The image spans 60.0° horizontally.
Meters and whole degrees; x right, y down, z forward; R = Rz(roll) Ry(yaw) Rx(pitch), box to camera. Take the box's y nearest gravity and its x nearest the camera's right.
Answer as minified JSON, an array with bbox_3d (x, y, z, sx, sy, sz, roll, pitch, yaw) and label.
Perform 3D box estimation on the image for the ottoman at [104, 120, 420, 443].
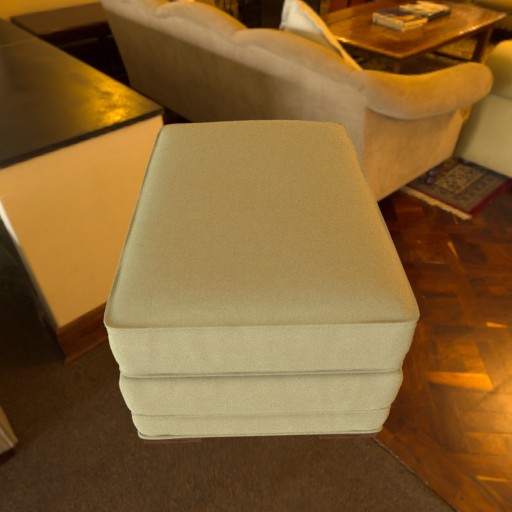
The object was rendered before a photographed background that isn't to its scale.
[{"bbox_3d":[0.000,0.000,1.222,0.611,0.482,0.848,-1,42,-1],"label":"ottoman"}]
